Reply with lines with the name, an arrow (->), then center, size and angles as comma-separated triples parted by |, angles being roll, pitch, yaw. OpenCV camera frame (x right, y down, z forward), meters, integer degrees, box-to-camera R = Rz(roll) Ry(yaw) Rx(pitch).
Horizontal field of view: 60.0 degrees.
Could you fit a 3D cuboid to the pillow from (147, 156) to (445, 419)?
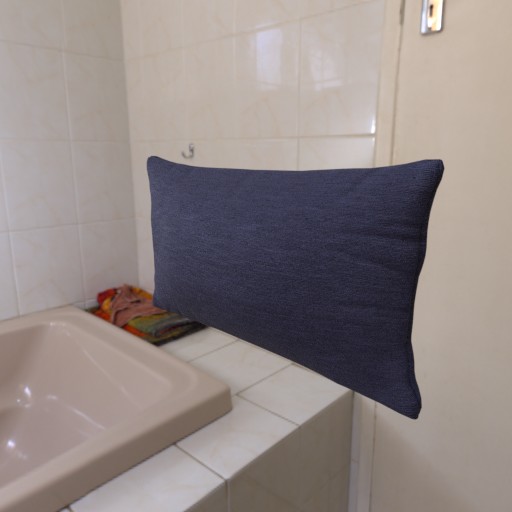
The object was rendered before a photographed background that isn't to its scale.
pillow -> 0.000, 0.000, 0.773 | 0.633, 0.338, 0.210 | 13, 18, 43
